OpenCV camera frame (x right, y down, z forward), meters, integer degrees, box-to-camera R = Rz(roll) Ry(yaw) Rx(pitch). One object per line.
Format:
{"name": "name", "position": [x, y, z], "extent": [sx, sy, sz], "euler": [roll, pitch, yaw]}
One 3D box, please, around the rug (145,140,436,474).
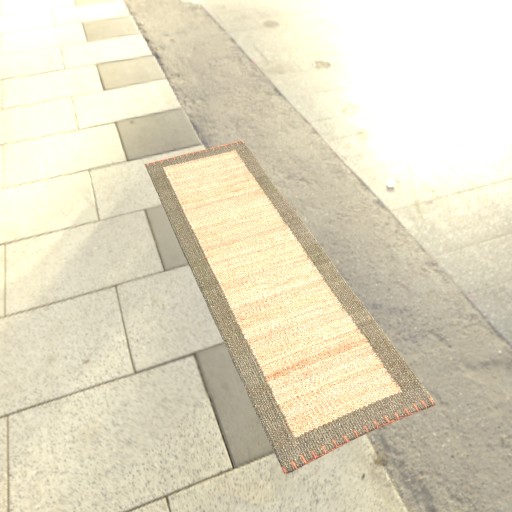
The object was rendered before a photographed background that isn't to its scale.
{"name": "rug", "position": [0.000, 0.000, 2.727], "extent": [0.810, 0.016, 2.413], "euler": [-18, 50, -16]}
